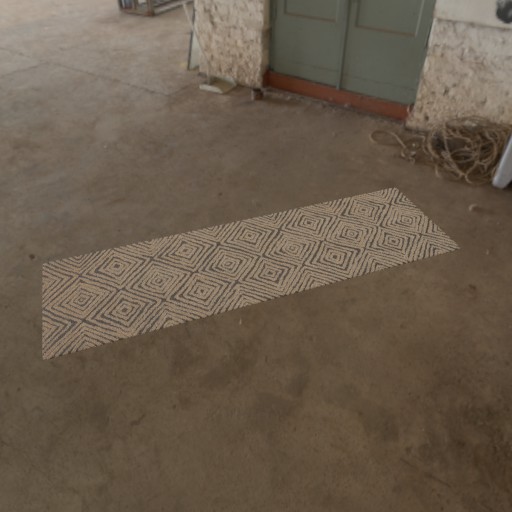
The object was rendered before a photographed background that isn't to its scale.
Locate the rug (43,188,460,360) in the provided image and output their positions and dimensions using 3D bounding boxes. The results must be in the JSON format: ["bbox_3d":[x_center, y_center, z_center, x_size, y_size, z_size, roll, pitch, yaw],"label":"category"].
[{"bbox_3d":[0.000,0.000,2.515,2.277,0.008,0.676,-13,44,-15],"label":"rug"}]
